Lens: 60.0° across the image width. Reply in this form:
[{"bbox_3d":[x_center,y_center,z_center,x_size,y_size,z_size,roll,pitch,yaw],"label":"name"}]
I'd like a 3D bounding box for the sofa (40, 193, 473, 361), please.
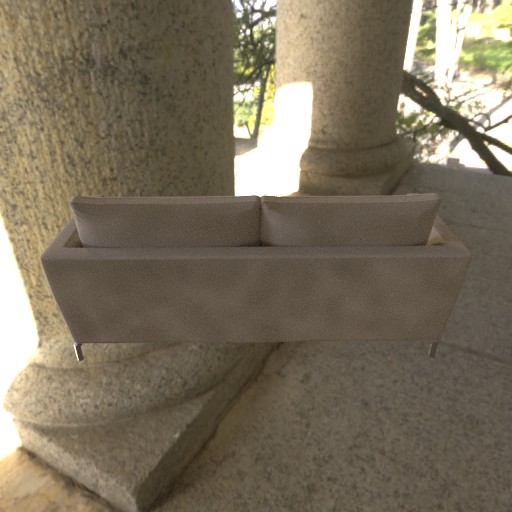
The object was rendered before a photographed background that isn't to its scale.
[{"bbox_3d":[0.000,0.000,2.727,2.214,1.005,0.868,0,30,-1],"label":"sofa"}]
